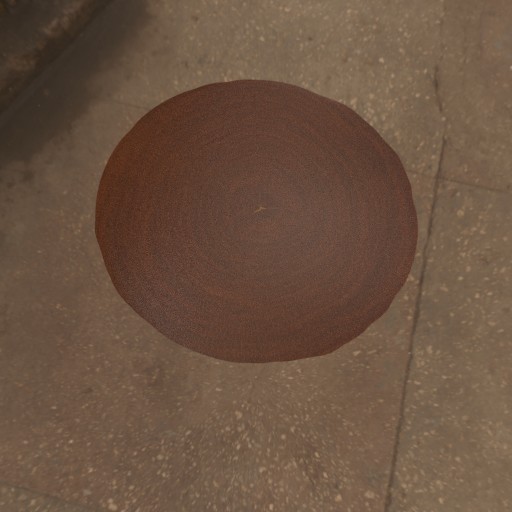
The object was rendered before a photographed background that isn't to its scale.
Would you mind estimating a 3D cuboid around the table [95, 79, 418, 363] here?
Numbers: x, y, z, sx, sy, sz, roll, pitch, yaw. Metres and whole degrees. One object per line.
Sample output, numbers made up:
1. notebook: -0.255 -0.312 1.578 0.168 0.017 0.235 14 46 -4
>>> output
1. table: 0.000 0.000 0.778 0.410 0.450 0.380 16 75 4
